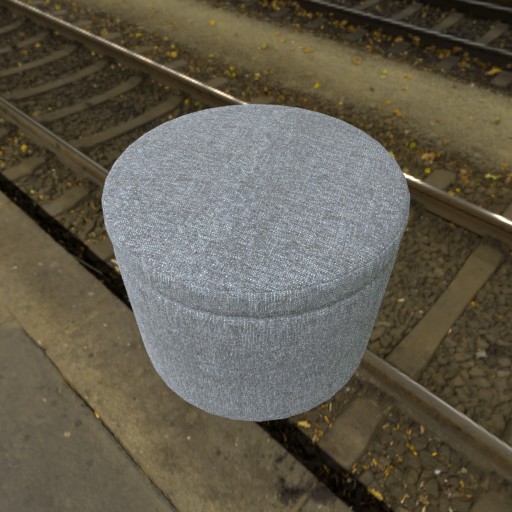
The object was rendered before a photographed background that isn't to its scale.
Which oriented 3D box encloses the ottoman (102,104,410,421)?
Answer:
[{"bbox_3d":[0.000,0.000,0.866,0.500,0.419,0.500,0,46,0],"label":"ottoman"}]
